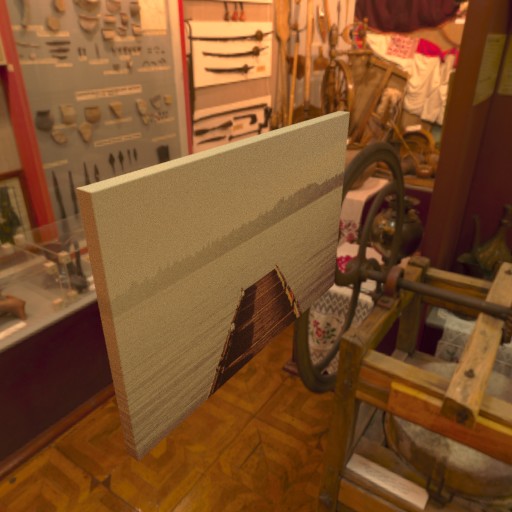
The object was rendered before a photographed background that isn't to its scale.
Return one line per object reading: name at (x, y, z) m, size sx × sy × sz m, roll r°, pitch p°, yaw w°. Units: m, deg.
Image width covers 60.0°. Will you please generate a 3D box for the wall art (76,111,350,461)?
wall art at (0.000, 0.000, 1.156) m, size 0.037 × 0.609 × 0.916 m, roll 18°, pitch 32°, yaw 32°
